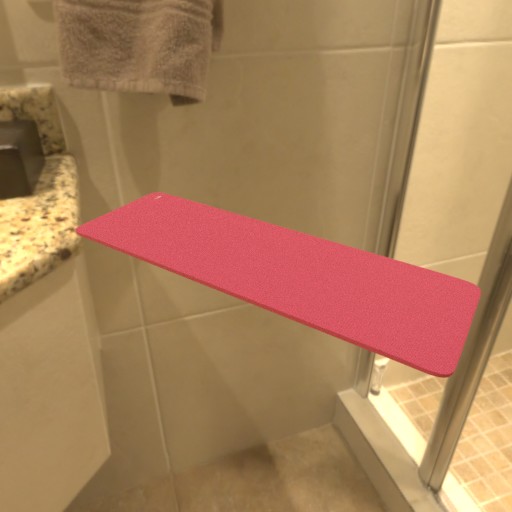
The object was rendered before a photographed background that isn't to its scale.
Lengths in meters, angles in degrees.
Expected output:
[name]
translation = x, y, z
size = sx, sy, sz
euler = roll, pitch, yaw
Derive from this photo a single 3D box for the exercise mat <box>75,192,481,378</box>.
[exercise mat]
translation = 0.000, 0.000, 2.072
size = 1.884, 0.021, 0.616
euler = 19, 36, 28
